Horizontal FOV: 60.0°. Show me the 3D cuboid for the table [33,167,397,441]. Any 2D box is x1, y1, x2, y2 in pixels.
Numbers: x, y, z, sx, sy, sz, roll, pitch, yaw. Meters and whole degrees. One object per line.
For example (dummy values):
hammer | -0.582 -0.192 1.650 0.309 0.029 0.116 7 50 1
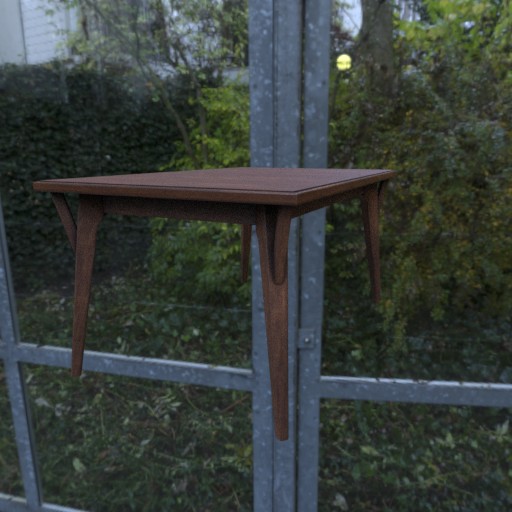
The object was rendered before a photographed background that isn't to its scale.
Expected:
table | 0.000 0.000 2.089 0.990 0.761 1.524 7 15 26
